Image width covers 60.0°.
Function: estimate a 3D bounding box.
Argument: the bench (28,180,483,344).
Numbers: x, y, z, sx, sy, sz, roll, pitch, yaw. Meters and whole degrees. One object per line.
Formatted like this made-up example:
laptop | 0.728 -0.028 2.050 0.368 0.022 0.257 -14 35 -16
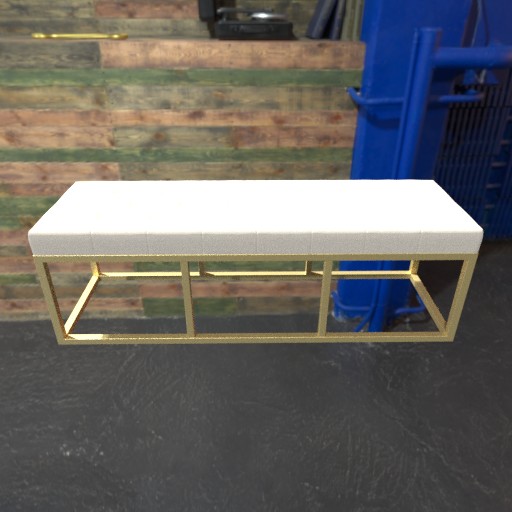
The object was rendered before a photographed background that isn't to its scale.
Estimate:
bench | 0.000 0.000 1.724 1.473 0.484 0.457 0 30 -1
